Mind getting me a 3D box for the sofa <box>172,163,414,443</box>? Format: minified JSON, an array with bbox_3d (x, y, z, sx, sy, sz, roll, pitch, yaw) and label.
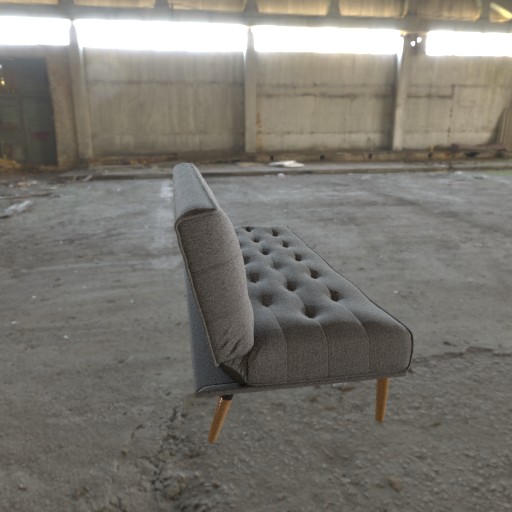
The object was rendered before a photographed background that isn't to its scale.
[{"bbox_3d":[0.000,0.000,2.299,0.810,0.830,1.820,-3,17,-10],"label":"sofa"}]
